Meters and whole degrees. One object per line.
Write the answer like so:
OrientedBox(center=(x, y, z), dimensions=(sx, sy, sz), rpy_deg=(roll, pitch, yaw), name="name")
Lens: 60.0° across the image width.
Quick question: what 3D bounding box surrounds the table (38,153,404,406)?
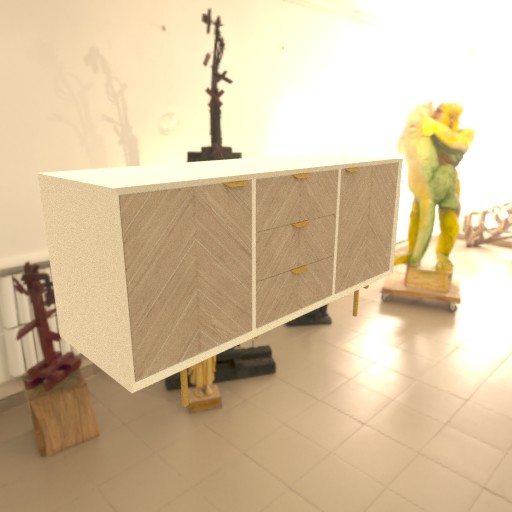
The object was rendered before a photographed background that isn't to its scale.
OrientedBox(center=(0.000, 0.000, 1.887), dimensions=(0.508, 0.769, 1.500), rpy_deg=(16, 23, 43), name="table")
